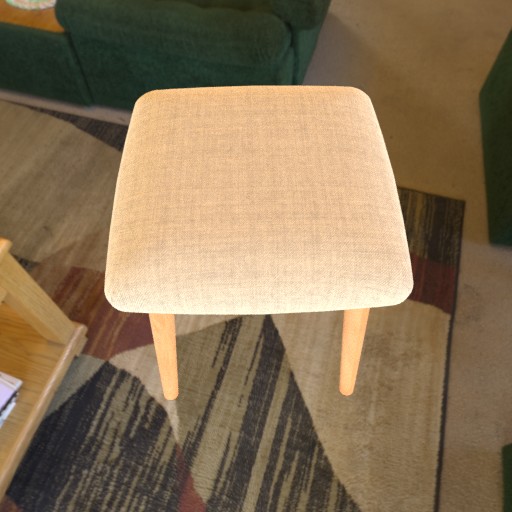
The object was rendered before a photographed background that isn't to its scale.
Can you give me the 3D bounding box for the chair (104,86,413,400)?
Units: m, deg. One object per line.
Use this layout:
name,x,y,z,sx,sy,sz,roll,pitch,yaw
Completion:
chair,0.000,0.000,0.707,0.350,0.440,0.350,-1,59,-1
